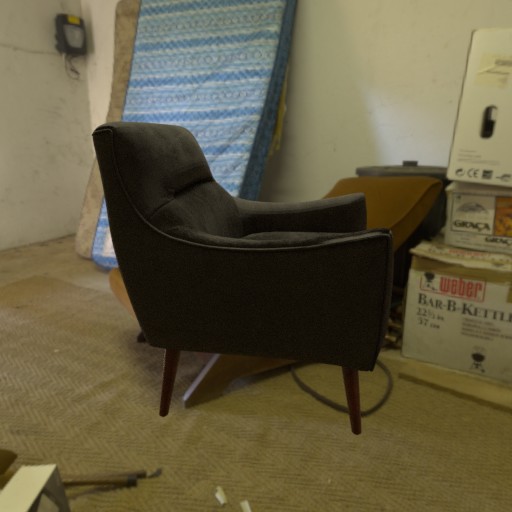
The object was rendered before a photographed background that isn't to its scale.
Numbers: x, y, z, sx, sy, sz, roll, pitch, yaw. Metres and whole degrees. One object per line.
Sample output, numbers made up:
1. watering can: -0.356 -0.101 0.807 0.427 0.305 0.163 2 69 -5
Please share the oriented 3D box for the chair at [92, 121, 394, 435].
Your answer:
1. chair: 0.000 0.000 1.455 0.787 0.838 0.762 2 15 8
